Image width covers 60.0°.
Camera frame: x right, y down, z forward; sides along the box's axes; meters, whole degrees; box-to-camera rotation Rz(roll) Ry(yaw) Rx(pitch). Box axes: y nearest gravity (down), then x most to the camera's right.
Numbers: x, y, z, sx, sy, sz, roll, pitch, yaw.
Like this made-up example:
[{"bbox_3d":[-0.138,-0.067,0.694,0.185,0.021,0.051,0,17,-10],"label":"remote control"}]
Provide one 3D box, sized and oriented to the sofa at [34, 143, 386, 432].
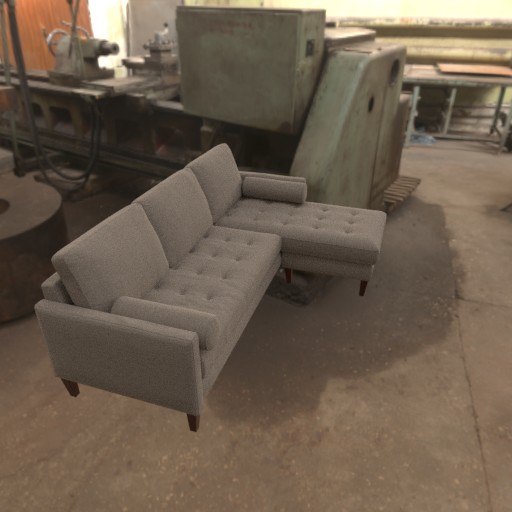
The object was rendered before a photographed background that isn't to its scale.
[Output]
[{"bbox_3d":[0.000,0.000,2.856,1.506,0.875,2.178,9,31,16],"label":"sofa"}]
